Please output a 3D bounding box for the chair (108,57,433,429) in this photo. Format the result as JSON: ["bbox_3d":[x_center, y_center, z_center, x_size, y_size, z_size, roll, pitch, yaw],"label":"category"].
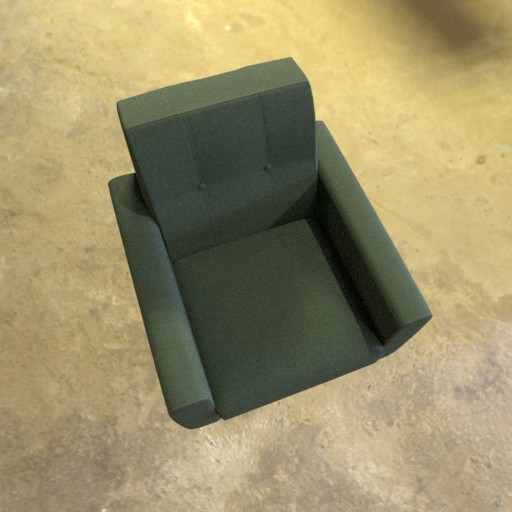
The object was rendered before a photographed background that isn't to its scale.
[{"bbox_3d":[0.000,0.000,1.540,0.831,0.841,0.909,-18,65,-9],"label":"chair"}]
